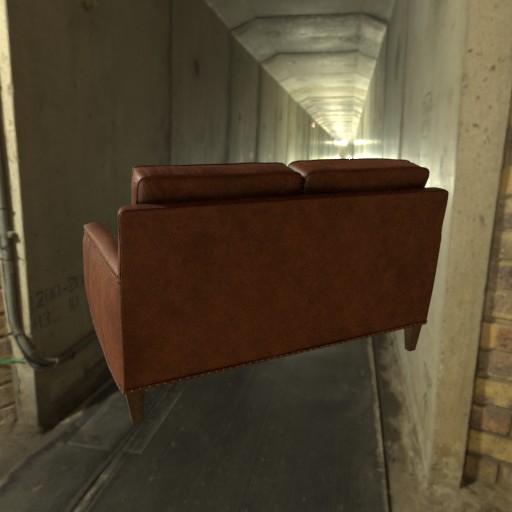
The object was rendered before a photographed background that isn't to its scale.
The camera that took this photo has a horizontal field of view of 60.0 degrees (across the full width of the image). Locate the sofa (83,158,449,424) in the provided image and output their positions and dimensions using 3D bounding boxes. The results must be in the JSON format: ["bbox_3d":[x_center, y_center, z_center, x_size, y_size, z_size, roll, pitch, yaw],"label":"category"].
[{"bbox_3d":[0.000,0.000,2.299,1.628,1.003,1.083,-7,16,-25],"label":"sofa"}]
